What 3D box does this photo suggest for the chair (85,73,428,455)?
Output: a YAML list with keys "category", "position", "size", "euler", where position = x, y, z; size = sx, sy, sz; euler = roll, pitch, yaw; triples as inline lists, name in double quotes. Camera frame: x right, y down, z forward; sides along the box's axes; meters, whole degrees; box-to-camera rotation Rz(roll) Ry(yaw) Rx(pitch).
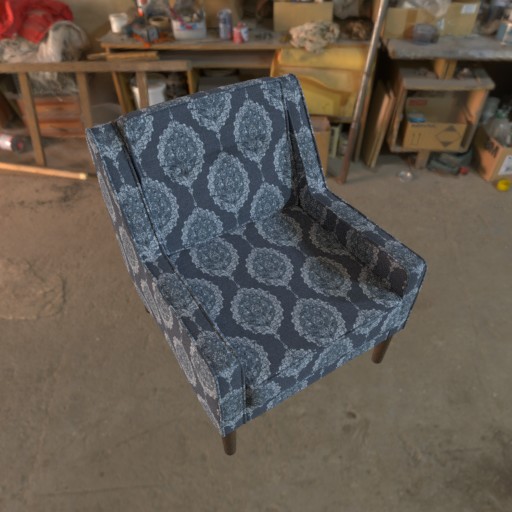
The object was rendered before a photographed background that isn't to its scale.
- category: "chair"
  position: [0.000, 0.000, 1.324]
  size: [0.663, 0.792, 0.743]
  euler: [-24, 50, -22]
